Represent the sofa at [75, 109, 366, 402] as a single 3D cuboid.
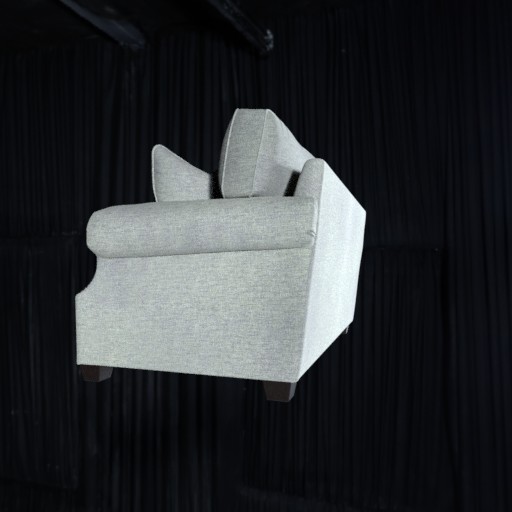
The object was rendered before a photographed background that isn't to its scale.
[{"bbox_3d":[0.000,0.000,2.260,0.966,0.966,1.701,0,-1,19],"label":"sofa"}]
